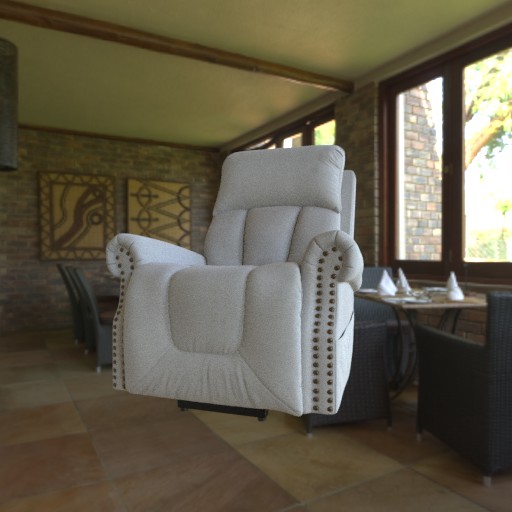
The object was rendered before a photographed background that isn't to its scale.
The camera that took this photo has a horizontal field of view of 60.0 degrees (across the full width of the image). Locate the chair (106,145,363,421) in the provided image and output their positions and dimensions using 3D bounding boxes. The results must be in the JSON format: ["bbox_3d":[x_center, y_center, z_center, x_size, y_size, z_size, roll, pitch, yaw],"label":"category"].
[{"bbox_3d":[0.000,0.000,1.765,0.871,1.031,0.979,0,0,19],"label":"chair"}]
